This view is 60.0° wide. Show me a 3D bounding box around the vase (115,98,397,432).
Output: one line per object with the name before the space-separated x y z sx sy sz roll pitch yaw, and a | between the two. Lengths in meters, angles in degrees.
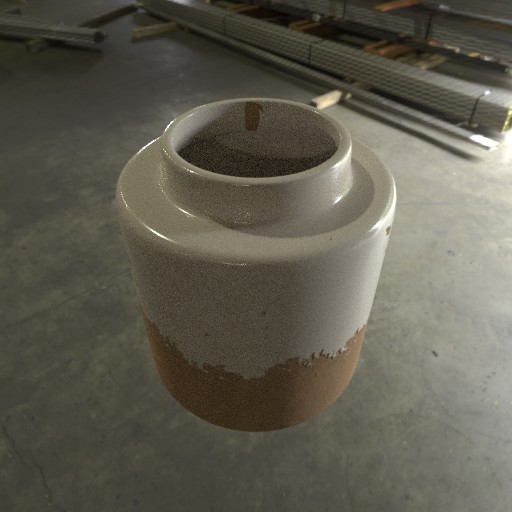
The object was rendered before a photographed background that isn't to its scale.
vase | 0.000 0.000 0.282 0.153 0.167 0.153 0 41 0
